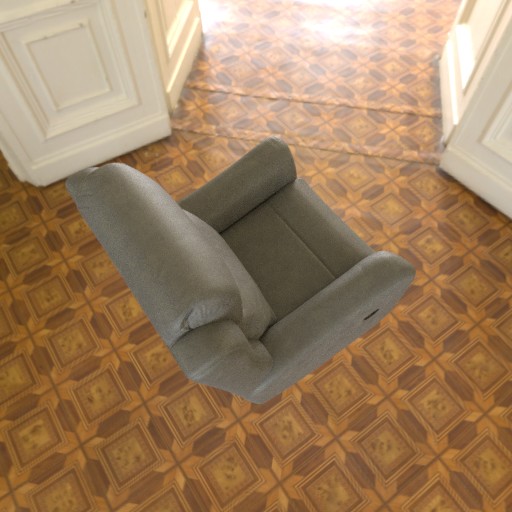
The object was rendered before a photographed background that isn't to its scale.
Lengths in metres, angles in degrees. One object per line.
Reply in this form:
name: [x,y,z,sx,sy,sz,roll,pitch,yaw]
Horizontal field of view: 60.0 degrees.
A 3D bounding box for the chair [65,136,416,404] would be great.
chair: [0.000,0.000,1.907,1.068,1.116,0.965,-32,64,-17]
